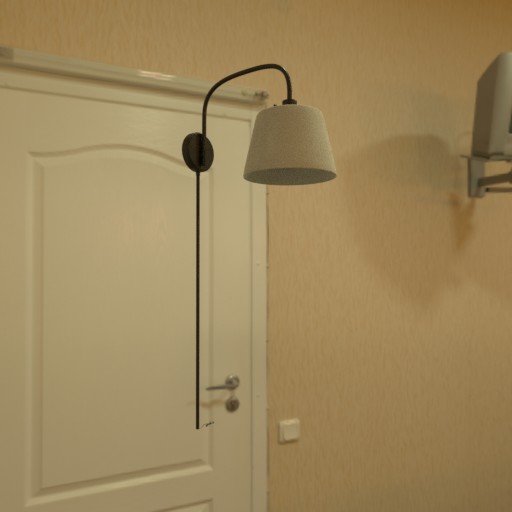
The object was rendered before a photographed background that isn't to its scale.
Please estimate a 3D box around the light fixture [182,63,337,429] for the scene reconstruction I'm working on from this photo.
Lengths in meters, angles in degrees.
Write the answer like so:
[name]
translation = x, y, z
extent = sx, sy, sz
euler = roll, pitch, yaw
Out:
[light fixture]
translation = 0.000, 0.000, 0.463
extent = 0.176, 0.399, 0.092
euler = -1, -1, 37
